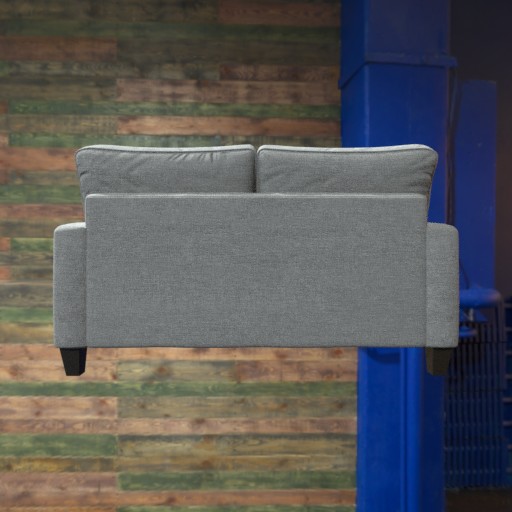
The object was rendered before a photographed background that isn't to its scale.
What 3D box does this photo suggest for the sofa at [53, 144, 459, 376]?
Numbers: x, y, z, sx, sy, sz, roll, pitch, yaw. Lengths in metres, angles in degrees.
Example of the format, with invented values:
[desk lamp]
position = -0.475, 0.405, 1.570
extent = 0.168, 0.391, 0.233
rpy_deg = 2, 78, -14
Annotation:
[sofa]
position = 0.000, 0.000, 2.227
extent = 1.651, 0.965, 0.965
rpy_deg = 0, 1, 0
